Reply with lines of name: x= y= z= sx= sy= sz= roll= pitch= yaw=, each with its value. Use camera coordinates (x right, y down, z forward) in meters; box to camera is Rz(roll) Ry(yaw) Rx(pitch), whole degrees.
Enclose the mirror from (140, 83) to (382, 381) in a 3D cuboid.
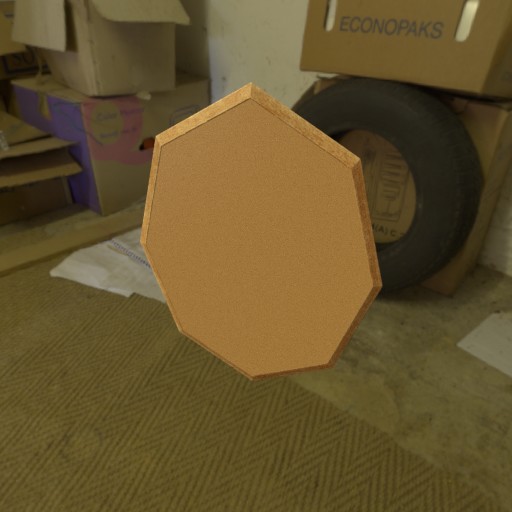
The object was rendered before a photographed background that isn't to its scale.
mirror: x=0.000 y=0.000 z=1.029 sx=0.577 sy=0.774 sz=0.070 roll=10 pitch=34 yaw=15
